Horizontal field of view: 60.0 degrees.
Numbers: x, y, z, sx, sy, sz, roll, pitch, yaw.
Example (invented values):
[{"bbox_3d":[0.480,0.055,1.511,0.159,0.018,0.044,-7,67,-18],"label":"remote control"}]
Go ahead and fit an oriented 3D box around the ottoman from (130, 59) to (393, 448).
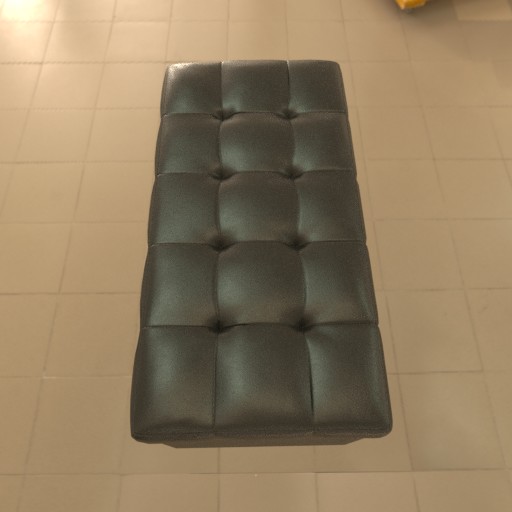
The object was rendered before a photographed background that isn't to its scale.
[{"bbox_3d":[0.000,0.000,1.056,0.432,0.470,0.838,-1,64,0],"label":"ottoman"}]
